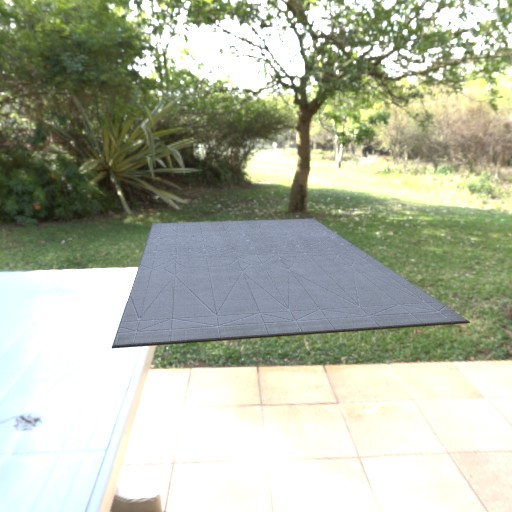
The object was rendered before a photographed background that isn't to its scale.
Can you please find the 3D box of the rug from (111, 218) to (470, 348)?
[{"bbox_3d":[0.000,0.000,2.997,1.524,0.012,2.438,-2,16,-9],"label":"rug"}]
